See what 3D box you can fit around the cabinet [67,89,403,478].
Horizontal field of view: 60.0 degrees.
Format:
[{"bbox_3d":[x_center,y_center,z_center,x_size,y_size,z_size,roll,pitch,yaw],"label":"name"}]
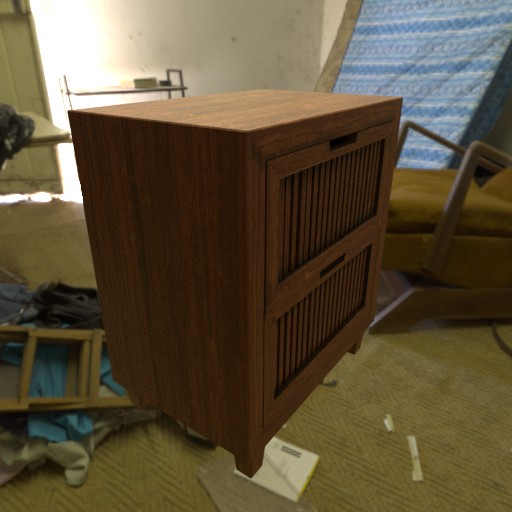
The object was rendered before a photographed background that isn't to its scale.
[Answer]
[{"bbox_3d":[0.000,0.000,1.056,0.410,0.695,0.607,17,29,32],"label":"cabinet"}]
